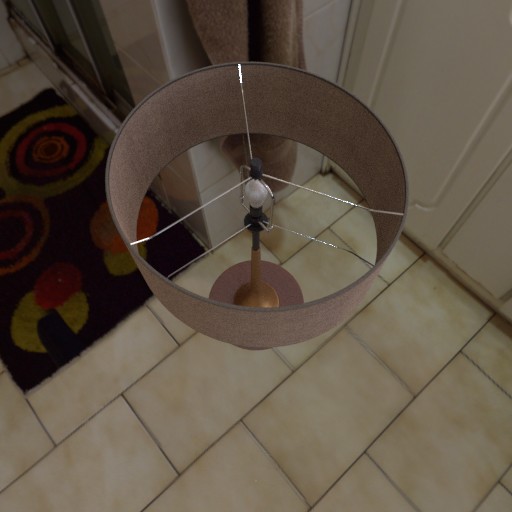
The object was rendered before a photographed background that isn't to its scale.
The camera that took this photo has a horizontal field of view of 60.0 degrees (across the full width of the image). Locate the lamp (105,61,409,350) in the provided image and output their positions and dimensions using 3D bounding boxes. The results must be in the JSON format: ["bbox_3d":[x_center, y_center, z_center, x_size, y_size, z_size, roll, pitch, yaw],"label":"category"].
[{"bbox_3d":[0.000,0.000,0.832,0.396,0.551,0.417,-36,68,-16],"label":"lamp"}]
